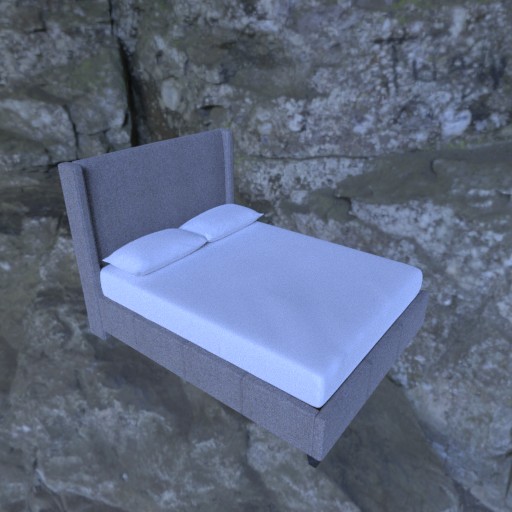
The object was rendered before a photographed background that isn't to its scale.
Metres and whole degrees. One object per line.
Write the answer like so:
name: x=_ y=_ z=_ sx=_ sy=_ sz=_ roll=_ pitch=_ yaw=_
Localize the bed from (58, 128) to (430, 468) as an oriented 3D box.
bed: x=0.000 y=0.000 z=3.451 sx=2.245 sy=1.476 sz=1.714 roll=19 pitch=32 yaw=33
